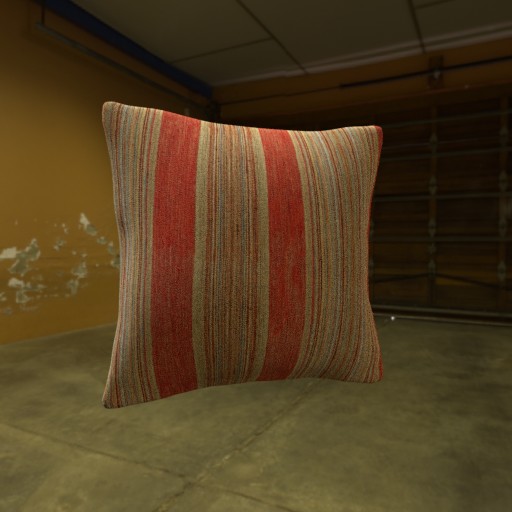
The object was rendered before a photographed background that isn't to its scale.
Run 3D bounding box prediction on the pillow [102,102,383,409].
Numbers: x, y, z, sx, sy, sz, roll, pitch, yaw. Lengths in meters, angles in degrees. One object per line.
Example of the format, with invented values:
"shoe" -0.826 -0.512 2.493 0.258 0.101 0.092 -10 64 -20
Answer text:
"pillow" 0.000 0.000 0.662 0.437 0.419 0.136 0 1 -17
